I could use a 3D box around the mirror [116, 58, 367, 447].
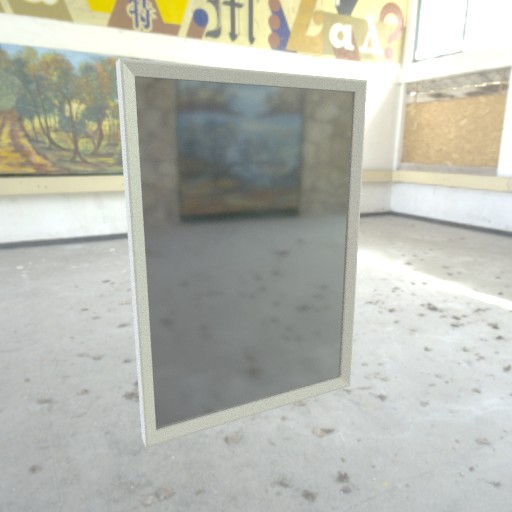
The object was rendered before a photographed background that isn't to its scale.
[{"bbox_3d":[0.000,0.000,0.916,0.507,0.710,0.039,-7,15,-27],"label":"mirror"}]
